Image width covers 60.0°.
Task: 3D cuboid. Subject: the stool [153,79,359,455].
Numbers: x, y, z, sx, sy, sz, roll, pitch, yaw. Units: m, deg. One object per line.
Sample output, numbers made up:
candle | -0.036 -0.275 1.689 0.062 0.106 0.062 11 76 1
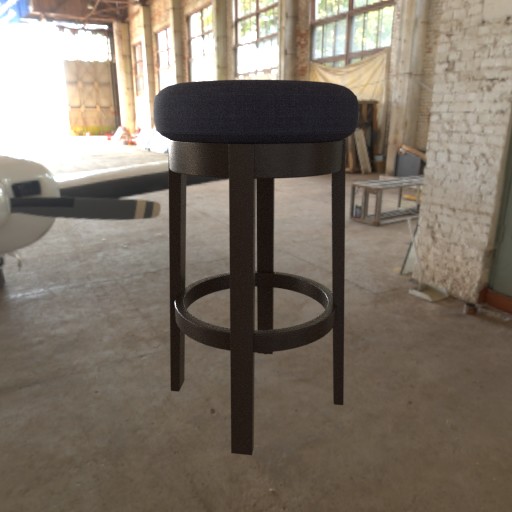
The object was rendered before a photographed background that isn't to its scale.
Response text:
stool | 0.000 0.000 1.043 0.446 0.758 0.446 0 18 0
